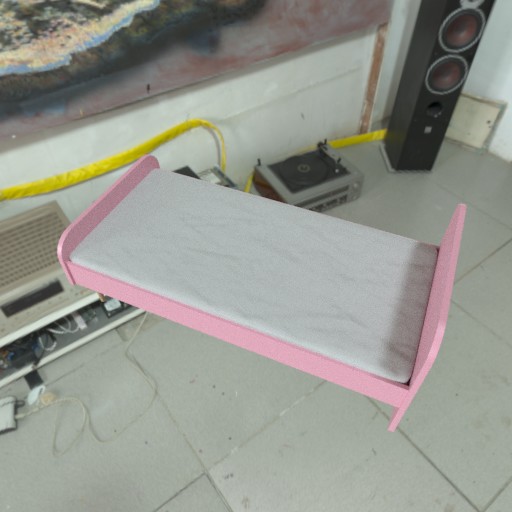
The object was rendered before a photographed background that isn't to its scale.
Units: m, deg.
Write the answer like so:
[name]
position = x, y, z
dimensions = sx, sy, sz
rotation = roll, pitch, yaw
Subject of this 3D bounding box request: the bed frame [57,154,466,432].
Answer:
[bed frame]
position = 0.000, 0.000, 2.540
dimensions = 1.963, 0.805, 0.998
rotation = 18, 50, 16
